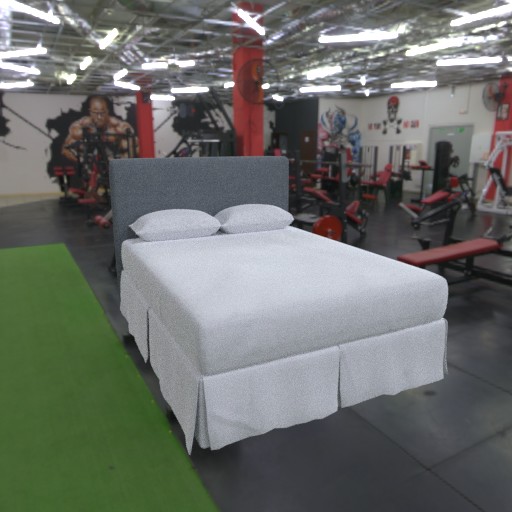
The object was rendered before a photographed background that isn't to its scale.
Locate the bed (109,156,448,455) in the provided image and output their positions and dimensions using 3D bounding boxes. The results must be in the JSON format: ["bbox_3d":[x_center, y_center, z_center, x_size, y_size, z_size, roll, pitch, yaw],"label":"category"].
[{"bbox_3d":[0.000,0.000,3.184,1.713,1.330,2.142,-7,16,-25],"label":"bed"}]
